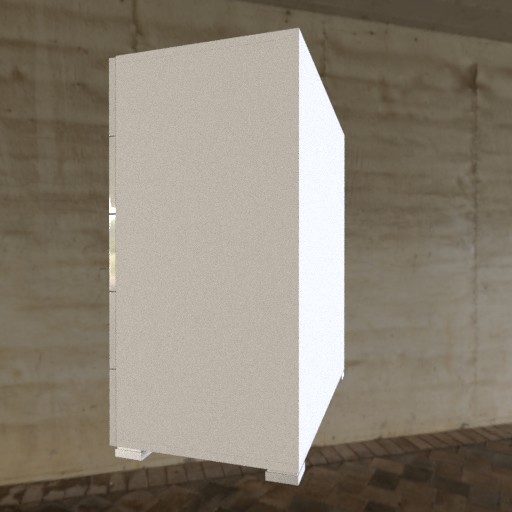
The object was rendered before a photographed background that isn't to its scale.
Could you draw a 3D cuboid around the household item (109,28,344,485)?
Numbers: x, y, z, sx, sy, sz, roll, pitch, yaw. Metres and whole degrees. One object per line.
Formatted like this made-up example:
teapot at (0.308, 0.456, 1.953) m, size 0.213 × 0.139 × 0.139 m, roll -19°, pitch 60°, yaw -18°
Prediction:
household item at (0.000, 0.000, 1.286) m, size 0.420 × 0.870 × 0.800 m, roll 0°, pitch 0°, yaw 17°
